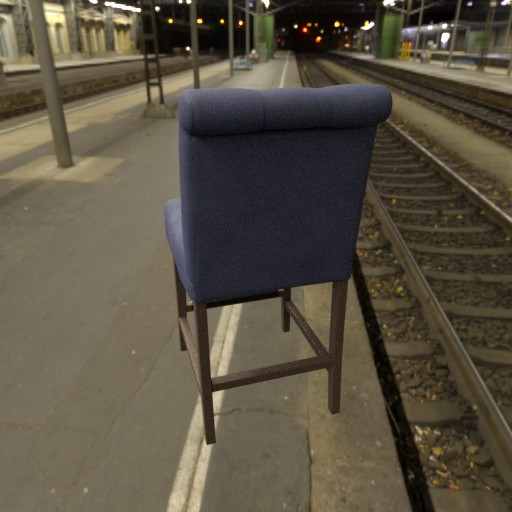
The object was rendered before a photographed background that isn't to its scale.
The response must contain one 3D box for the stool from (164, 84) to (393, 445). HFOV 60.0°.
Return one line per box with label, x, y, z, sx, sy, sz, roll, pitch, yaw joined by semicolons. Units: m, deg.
stool;0.000;0.000;1.352;0.493;1.010;0.601;-8;27;-15
